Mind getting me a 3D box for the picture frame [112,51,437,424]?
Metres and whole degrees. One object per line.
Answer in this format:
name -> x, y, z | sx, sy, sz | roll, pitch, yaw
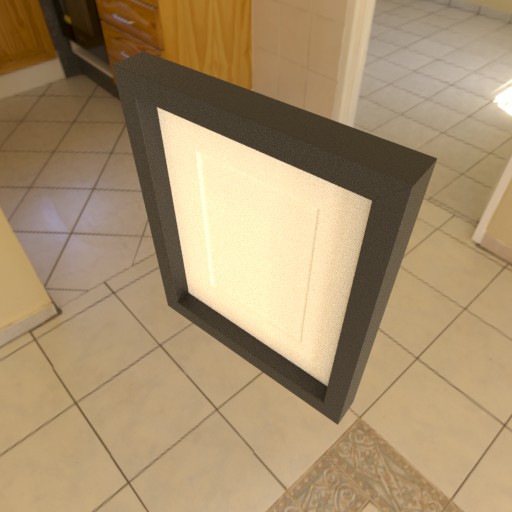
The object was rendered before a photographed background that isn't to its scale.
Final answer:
picture frame -> 0.000, 0.000, 0.384 | 0.232, 0.284, 0.042 | 29, 53, 25
